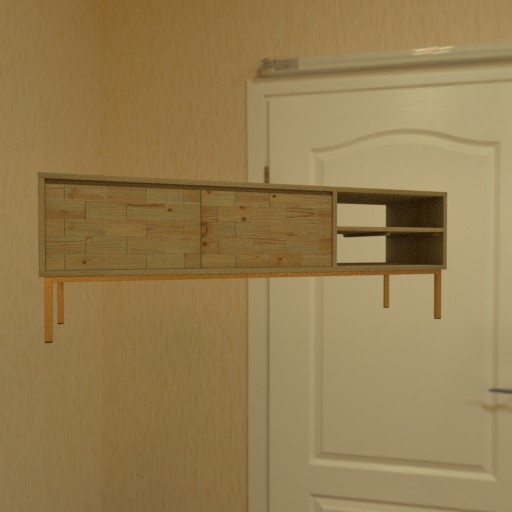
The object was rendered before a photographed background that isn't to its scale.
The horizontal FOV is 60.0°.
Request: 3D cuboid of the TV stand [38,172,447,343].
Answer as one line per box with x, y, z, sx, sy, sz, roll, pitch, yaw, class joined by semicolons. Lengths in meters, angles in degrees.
0.000;0.000;1.864;1.600;0.550;0.420;0;1;-18;TV stand
